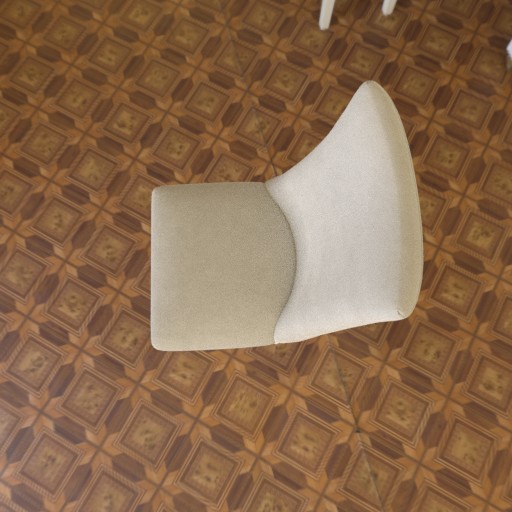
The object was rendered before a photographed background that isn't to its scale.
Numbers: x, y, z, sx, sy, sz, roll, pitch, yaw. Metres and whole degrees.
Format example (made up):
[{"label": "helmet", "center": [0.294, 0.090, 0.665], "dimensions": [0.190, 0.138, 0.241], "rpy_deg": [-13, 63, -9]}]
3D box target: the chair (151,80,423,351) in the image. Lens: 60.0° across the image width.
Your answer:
[{"label": "chair", "center": [0.000, 0.000, 1.244], "dimensions": [0.610, 0.902, 0.495], "rpy_deg": [-3, 76, -1]}]
